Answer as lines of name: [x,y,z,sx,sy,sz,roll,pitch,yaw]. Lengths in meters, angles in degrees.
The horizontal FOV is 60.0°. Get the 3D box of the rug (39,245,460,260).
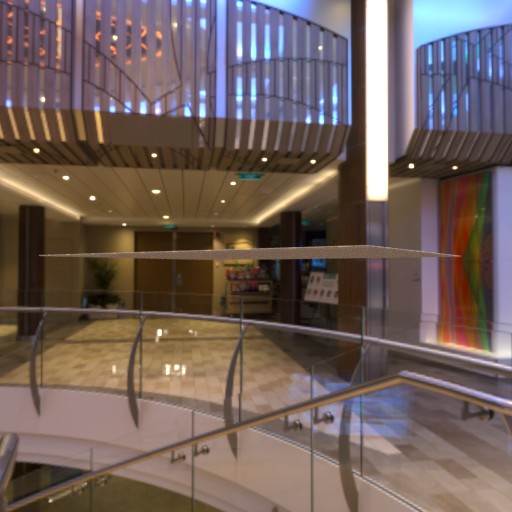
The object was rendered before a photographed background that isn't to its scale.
rug: [0.000,0.000,3.864,2.892,0.006,2.283,-1,-2,35]
